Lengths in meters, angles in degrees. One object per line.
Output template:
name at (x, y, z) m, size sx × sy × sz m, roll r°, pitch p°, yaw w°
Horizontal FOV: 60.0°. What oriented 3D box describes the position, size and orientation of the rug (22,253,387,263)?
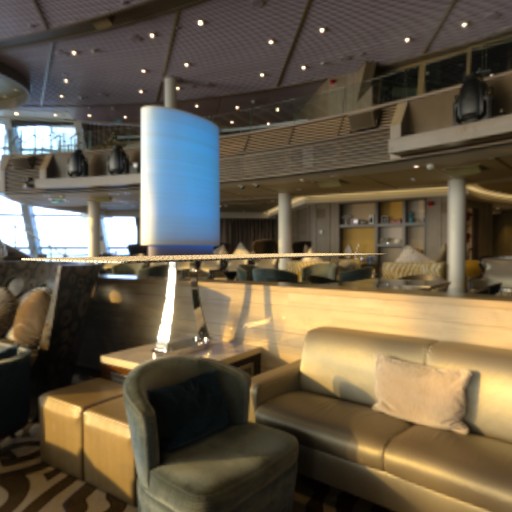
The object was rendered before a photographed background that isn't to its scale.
rug at (0.000, 0.000, 2.501) m, size 0.686 × 0.008 × 2.286 m, roll 1°, pitch 1°, yaw 37°
